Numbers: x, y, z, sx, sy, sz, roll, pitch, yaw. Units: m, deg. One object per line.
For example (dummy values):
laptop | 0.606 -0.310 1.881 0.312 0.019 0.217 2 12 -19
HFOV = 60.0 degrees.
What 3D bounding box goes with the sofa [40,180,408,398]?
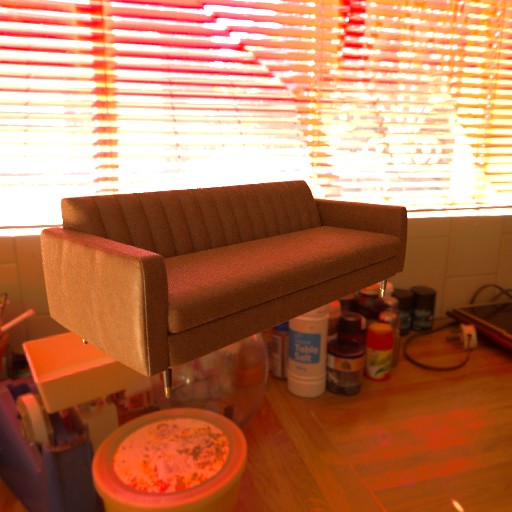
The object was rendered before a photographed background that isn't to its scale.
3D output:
sofa | 0.000 0.000 2.797 0.990 0.821 2.291 13 18 42
